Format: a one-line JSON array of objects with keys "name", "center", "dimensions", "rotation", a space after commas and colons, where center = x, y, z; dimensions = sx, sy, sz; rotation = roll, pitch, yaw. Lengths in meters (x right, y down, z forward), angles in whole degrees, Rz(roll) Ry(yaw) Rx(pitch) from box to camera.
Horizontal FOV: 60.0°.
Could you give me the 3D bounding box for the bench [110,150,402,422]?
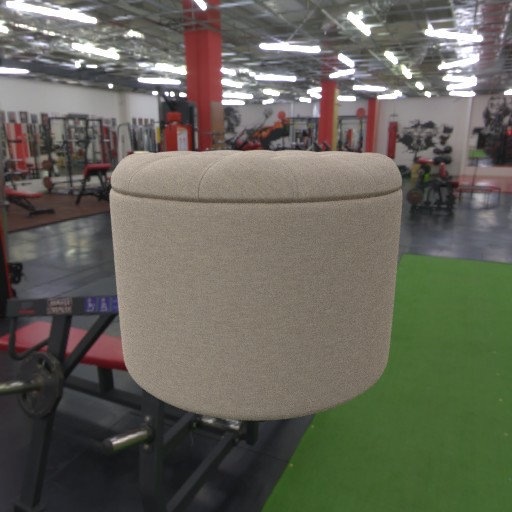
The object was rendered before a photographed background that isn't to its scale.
[{"name": "bench", "center": [0.000, 0.000, 0.987], "dimensions": [0.600, 0.454, 0.600], "rotation": [0, 15, 0]}]
